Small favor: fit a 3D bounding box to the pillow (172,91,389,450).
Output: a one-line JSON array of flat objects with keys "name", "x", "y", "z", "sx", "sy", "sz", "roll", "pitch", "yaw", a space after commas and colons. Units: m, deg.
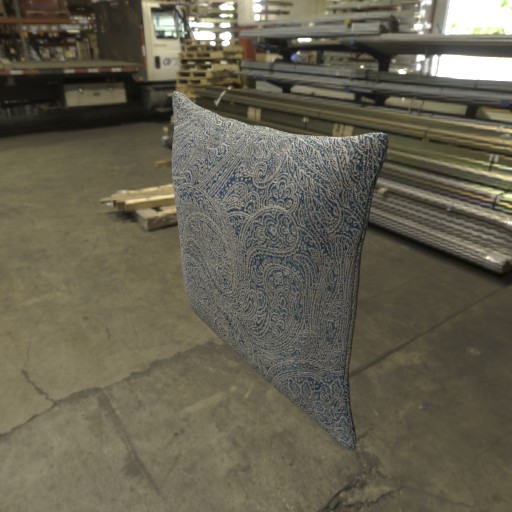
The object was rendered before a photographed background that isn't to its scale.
[{"name": "pillow", "x": 0.000, "y": 0.000, "z": 0.790, "sx": 0.166, "sy": 0.510, "sz": 0.523, "roll": -18, "pitch": 32, "yaw": -32}]
